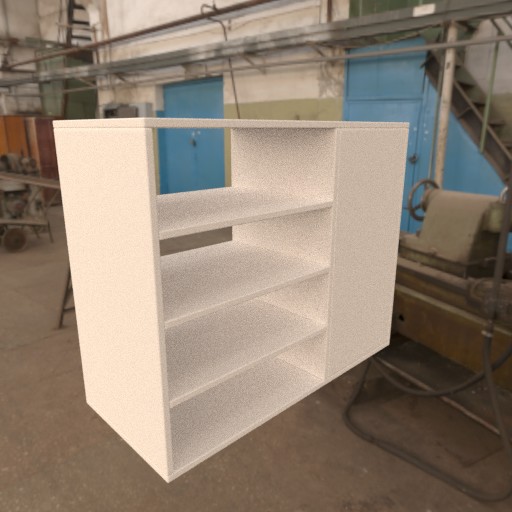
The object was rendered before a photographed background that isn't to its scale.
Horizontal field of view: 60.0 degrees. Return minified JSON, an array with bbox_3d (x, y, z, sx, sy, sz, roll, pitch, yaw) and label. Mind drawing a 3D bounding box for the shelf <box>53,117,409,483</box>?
[{"bbox_3d":[0.000,0.000,1.262,0.895,0.732,0.396,-15,22,-42],"label":"shelf"}]
